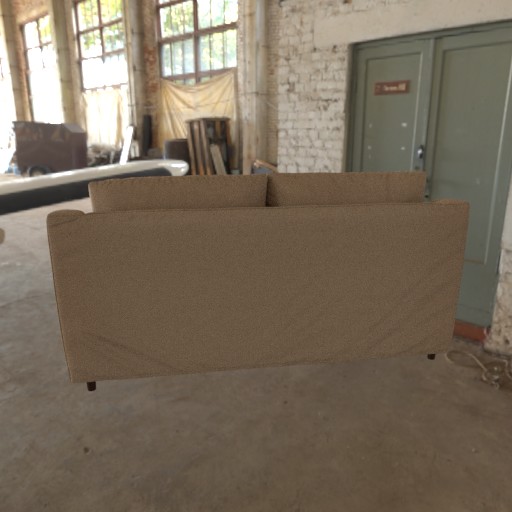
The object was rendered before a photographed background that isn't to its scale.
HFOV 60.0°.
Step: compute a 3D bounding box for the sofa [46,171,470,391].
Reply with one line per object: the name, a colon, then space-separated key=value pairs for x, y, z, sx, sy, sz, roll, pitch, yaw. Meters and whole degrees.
sofa: x=0.000 y=0.000 z=2.613 sx=2.010 sy=1.018 sz=1.072 roll=-3 pitch=16 yaw=-10
